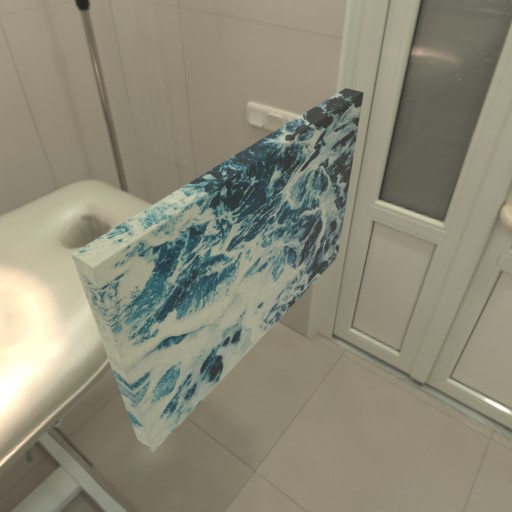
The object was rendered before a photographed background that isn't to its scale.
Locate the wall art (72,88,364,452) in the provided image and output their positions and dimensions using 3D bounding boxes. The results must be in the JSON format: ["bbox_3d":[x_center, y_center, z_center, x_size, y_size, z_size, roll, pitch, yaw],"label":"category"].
[{"bbox_3d":[0.000,0.000,0.780,0.043,0.407,0.609,26,47,27],"label":"wall art"}]
